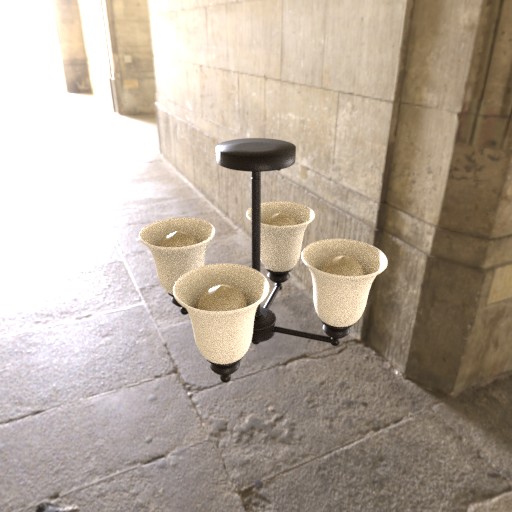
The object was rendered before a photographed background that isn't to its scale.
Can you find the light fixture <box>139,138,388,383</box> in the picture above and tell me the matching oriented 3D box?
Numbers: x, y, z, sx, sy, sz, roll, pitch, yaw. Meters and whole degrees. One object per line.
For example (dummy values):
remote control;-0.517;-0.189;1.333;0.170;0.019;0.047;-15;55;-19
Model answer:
light fixture;0.000;0.000;1.881;1.069;0.925;1.069;9;28;17
